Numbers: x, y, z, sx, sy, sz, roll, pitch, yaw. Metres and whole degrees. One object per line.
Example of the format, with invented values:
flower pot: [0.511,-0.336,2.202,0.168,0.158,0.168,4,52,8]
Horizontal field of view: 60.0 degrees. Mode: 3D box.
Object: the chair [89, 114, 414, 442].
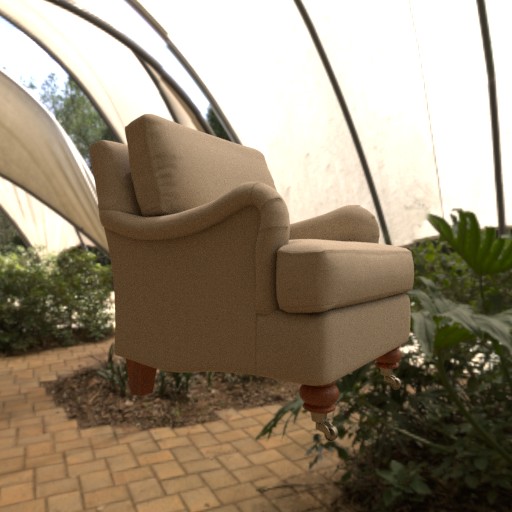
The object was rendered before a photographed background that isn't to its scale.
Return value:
chair: [0.000,0.000,1.814,1.078,1.076,0.895,0,0,35]
